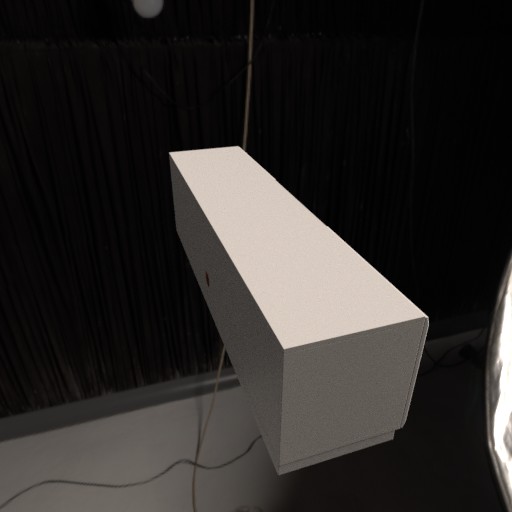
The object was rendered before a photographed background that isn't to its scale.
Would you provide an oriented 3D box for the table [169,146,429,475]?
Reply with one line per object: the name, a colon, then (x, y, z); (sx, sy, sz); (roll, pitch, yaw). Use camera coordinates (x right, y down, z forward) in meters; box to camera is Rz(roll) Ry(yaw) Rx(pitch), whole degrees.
table: (0.000, 0.000, 1.753); (0.400, 0.440, 1.550); (-9, 31, -16)
